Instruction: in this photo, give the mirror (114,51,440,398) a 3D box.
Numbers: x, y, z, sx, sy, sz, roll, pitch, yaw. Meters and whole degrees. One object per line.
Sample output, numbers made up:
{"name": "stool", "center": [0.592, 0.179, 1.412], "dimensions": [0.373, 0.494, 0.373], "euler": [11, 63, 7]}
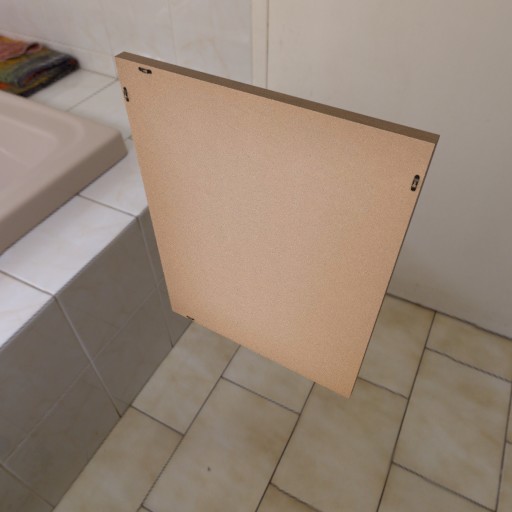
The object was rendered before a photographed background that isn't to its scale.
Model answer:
{"name": "mirror", "center": [0.000, 0.000, 1.307], "dimensions": [0.762, 1.016, 0.040], "euler": [23, 51, 20]}
